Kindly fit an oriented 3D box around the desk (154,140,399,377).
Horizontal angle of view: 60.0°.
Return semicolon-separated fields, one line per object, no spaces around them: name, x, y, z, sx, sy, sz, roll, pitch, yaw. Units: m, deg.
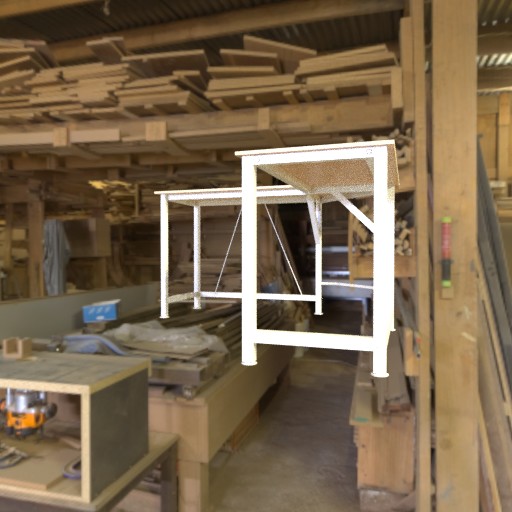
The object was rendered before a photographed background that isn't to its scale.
desk;0.000;0.000;2.295;1.400;0.762;1.400;0;1;19
